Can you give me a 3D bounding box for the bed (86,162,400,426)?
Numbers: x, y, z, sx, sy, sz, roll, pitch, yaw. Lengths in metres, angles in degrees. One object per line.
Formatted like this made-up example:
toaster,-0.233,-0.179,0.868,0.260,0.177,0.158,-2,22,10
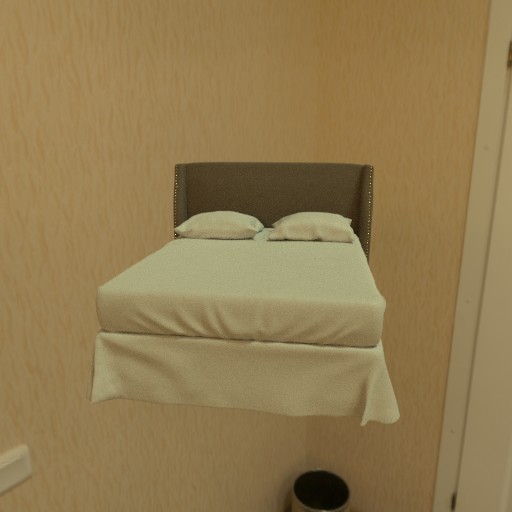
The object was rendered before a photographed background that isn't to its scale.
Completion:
bed,0.000,0.000,3.414,1.925,1.332,2.276,2,14,8
